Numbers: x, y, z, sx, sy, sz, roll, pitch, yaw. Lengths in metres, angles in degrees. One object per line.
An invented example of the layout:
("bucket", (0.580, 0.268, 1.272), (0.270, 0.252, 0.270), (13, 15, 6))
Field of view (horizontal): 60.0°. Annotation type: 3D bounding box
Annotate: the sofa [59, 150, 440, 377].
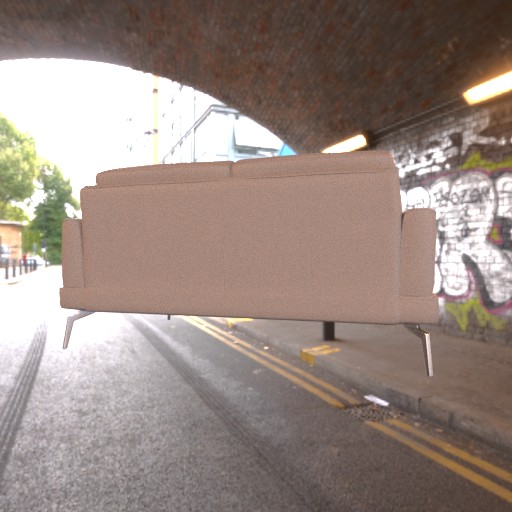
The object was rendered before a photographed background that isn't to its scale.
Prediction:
("sofa", (0.000, 0.000, 2.466), (1.819, 0.930, 1.121), (0, 0, 17))
